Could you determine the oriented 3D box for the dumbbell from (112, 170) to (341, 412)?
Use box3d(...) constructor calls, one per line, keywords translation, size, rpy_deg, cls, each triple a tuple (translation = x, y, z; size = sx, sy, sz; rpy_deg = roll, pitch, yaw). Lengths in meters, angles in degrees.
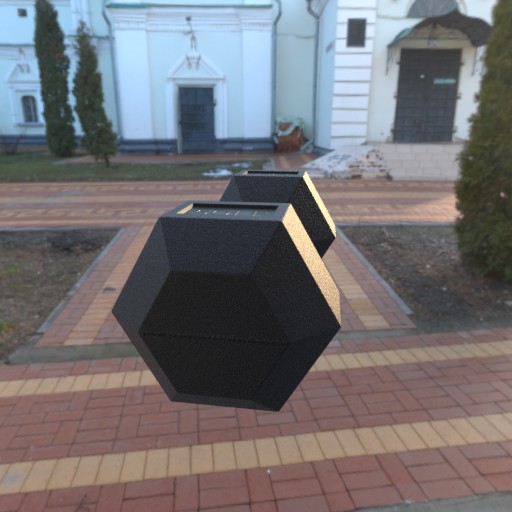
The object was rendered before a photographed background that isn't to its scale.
box3d(translation=(0.000, 0.000, 0.478), size=(0.173, 0.150, 0.384), rpy_deg=(3, 17, 9), cls="dumbbell")
